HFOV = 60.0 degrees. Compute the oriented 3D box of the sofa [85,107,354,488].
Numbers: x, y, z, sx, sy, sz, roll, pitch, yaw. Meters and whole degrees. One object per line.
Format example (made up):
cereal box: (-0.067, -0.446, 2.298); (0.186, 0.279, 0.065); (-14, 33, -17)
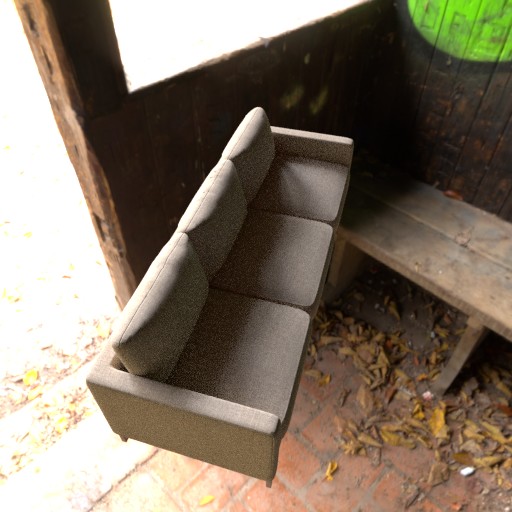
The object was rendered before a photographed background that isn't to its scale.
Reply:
sofa: (0.000, 0.000, 2.652); (0.859, 0.874, 2.218); (12, 47, 11)
